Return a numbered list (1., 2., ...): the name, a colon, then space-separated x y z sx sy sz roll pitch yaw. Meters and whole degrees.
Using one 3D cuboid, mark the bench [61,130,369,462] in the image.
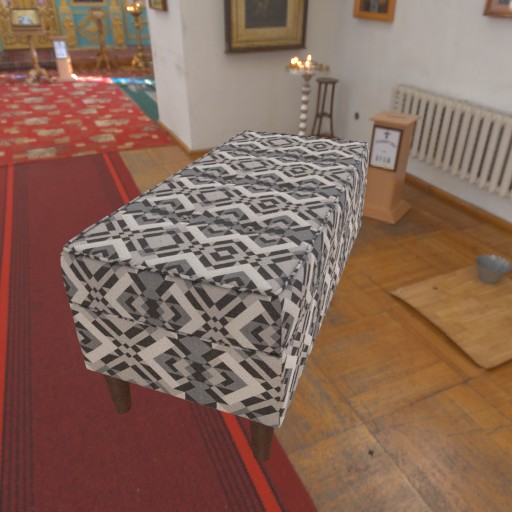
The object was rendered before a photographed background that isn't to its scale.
1. bench: 0.000 0.000 1.321 0.492 0.477 1.016 11 32 18
